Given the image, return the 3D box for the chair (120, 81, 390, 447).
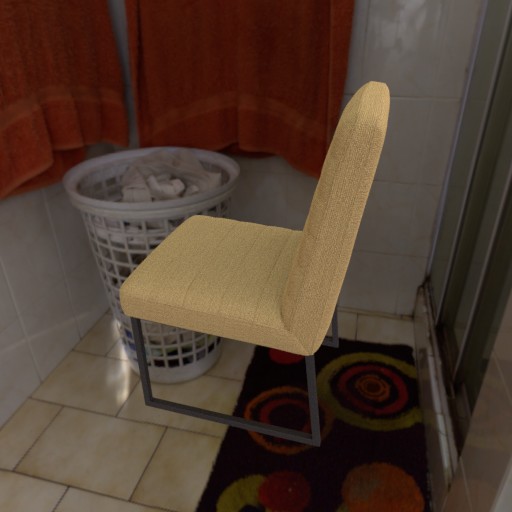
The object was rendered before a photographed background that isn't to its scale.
[{"bbox_3d":[0.000,0.000,1.301,0.634,0.930,0.520,8,30,14],"label":"chair"}]
